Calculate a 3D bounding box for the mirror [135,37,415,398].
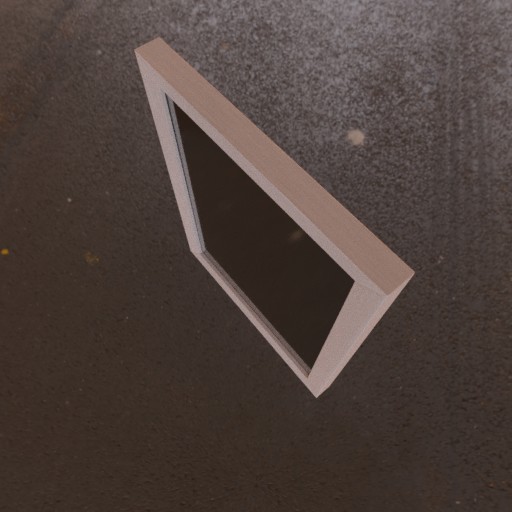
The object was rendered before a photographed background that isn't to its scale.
[{"bbox_3d":[0.000,0.000,0.683,0.041,0.508,0.405,-36,68,-17],"label":"mirror"}]
